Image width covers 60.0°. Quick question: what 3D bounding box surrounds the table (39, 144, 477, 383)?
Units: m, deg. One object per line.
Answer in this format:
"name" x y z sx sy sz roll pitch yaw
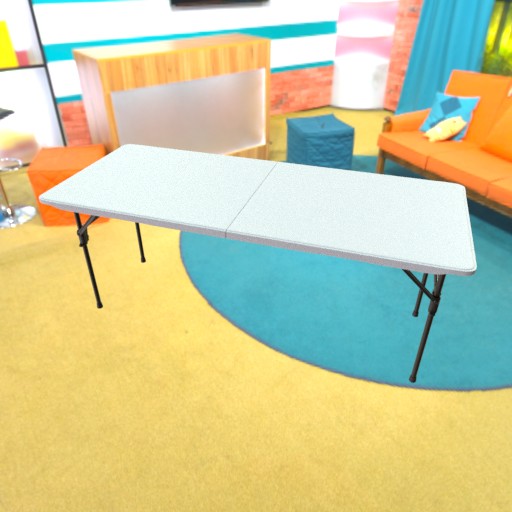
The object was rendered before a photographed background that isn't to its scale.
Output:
"table" 0.000 0.000 2.230 1.829 0.719 0.761 10 35 15
